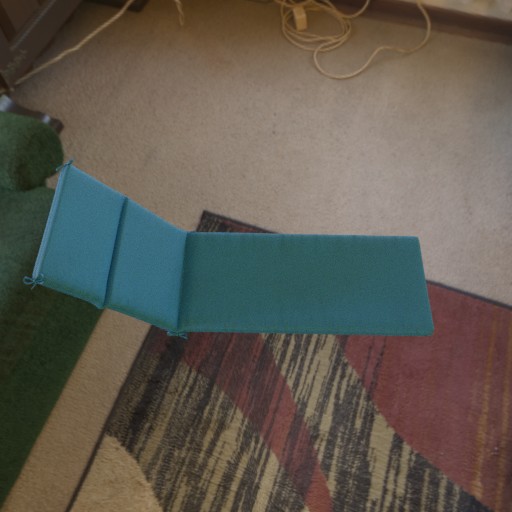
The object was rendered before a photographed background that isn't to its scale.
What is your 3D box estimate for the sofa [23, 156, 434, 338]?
[{"bbox_3d":[0.000,0.000,1.945,1.663,0.622,0.582,1,63,1],"label":"sofa"}]
